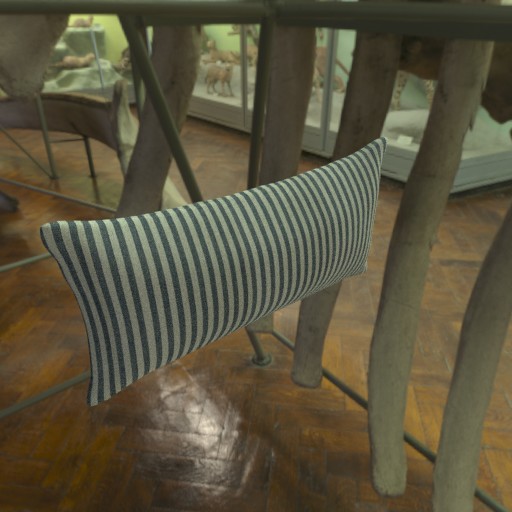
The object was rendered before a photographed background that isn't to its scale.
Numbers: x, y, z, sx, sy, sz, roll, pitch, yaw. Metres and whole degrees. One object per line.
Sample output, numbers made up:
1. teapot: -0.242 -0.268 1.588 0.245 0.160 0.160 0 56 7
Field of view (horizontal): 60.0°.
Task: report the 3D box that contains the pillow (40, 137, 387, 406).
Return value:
1. pillow: 0.000 0.000 0.734 0.617 0.295 0.151 -21 36 -32
